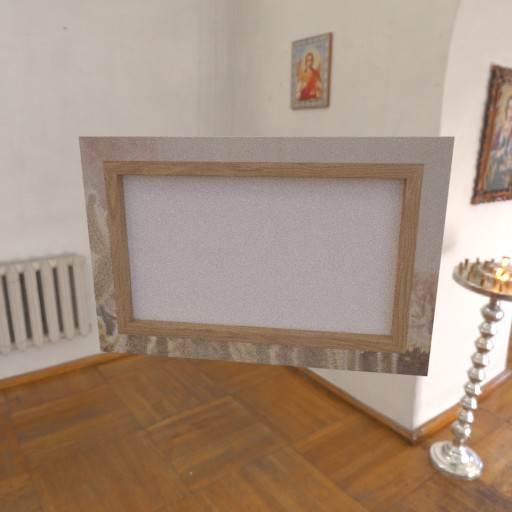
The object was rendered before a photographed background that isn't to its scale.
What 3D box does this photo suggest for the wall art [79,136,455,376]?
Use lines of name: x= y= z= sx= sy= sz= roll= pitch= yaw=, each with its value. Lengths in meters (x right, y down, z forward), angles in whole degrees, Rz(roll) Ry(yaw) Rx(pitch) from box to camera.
wall art: x=0.000 y=0.000 z=1.167 sx=0.916 sy=0.608 sz=0.040 roll=2 pitch=15 yaw=8
